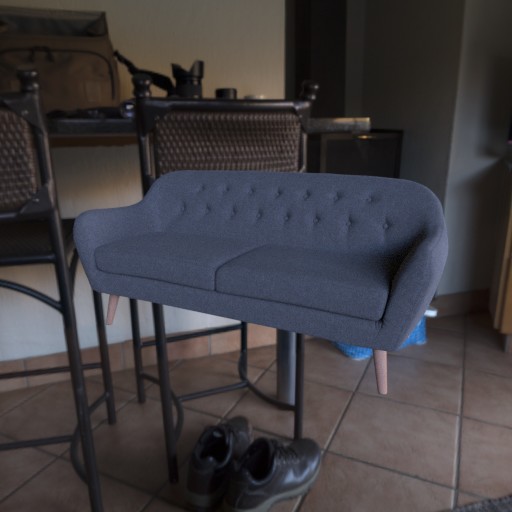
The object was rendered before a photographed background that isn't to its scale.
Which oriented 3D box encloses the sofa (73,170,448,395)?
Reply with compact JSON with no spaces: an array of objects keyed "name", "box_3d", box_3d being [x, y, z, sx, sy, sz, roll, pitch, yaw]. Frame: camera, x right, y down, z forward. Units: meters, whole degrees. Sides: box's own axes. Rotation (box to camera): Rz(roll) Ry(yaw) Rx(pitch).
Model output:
[{"name":"sofa","box_3d":[0.000,0.000,2.320,1.840,0.820,0.820,8,17,27]}]
